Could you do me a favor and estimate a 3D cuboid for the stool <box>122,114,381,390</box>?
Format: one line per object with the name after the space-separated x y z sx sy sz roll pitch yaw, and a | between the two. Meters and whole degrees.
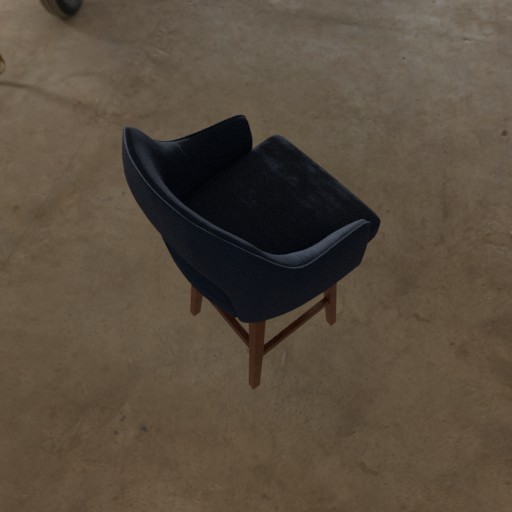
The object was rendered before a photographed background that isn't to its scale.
0.000 0.000 1.402 0.560 1.041 0.550 -35 64 -20 | stool
